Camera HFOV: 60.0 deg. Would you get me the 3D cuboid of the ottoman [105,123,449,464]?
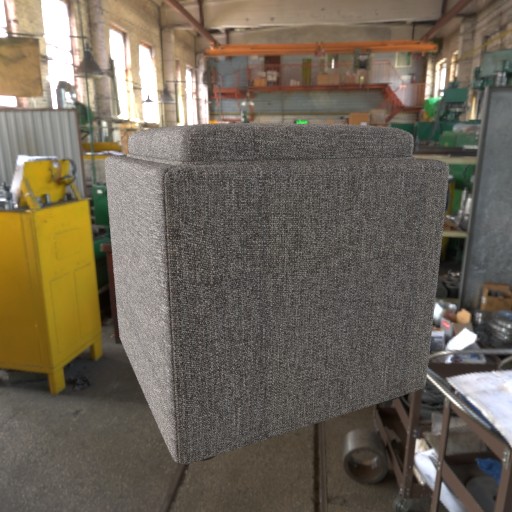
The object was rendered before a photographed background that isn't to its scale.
[{"bbox_3d":[0.000,0.000,0.811,0.450,0.460,0.450,-7,16,-25],"label":"ottoman"}]
